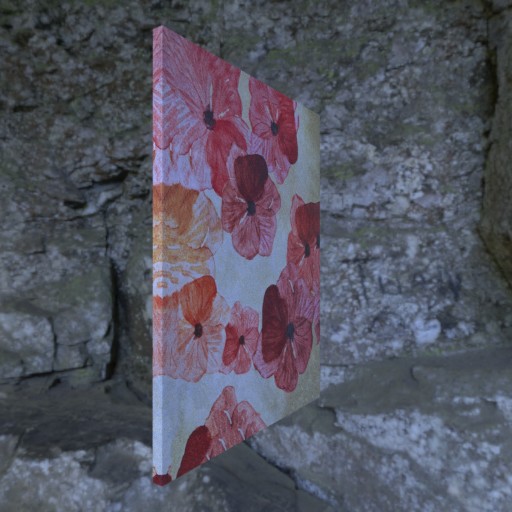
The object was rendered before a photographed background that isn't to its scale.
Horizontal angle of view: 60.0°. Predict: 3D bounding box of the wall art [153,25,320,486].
[{"bbox_3d":[0.000,0.000,1.294,0.031,1.015,0.762,0,0,35],"label":"wall art"}]
